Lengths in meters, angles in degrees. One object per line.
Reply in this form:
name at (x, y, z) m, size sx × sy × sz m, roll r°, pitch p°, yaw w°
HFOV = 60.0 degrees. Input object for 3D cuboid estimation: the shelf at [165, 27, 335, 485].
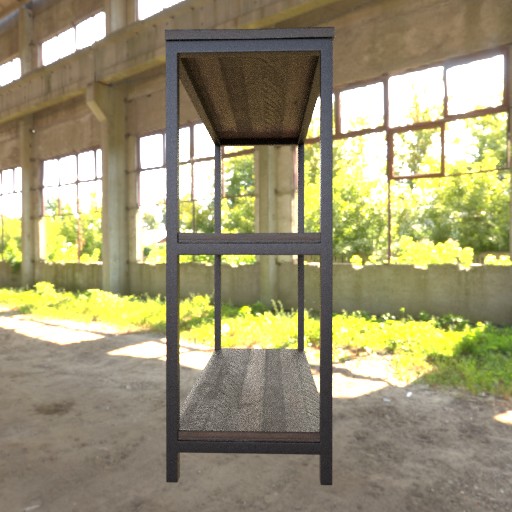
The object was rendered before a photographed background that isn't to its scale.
shelf at (0.000, 0.000, 1.331) m, size 0.352 × 0.947 × 0.822 m, roll 0°, pitch 0°, yaw 2°
